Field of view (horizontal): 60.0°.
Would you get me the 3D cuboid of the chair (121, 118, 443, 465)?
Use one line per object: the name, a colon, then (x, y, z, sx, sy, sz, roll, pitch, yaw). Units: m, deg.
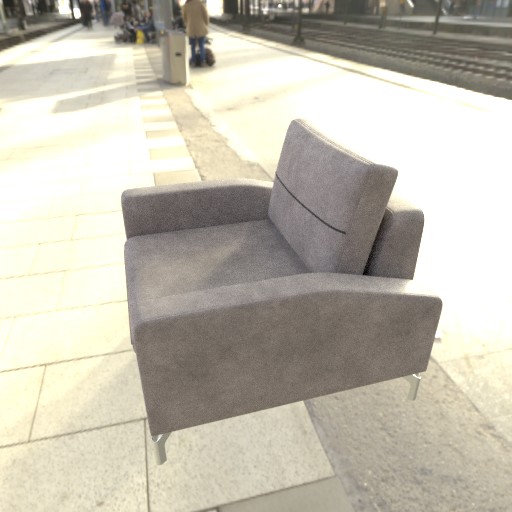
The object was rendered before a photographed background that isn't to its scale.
chair: (0.000, 0.000, 1.561, 0.900, 0.800, 0.900, -8, 31, -14)
